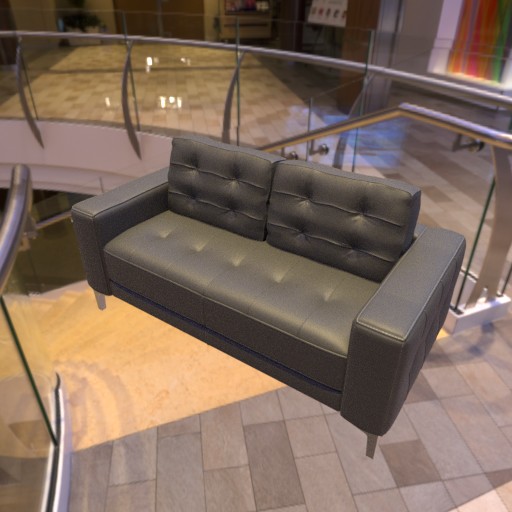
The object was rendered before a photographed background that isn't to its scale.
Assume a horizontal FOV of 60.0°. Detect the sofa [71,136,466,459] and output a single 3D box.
[{"bbox_3d":[0.000,0.000,2.159,1.726,0.893,0.833,20,37,29],"label":"sofa"}]
